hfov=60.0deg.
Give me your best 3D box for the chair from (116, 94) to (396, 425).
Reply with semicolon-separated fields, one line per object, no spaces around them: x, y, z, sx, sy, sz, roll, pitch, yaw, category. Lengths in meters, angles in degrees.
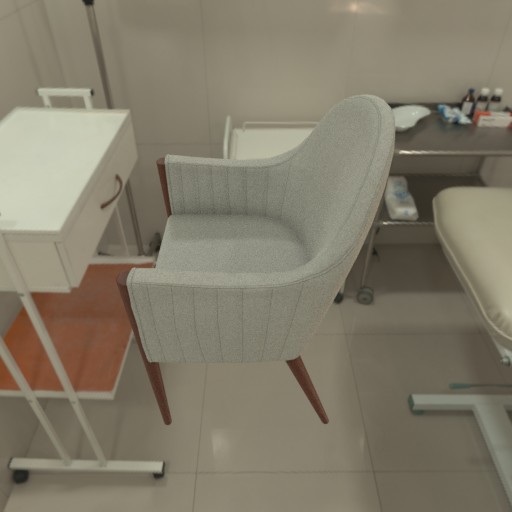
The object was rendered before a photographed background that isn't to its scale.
0.000;0.000;1.288;0.620;0.889;0.610;0;40;0;chair
